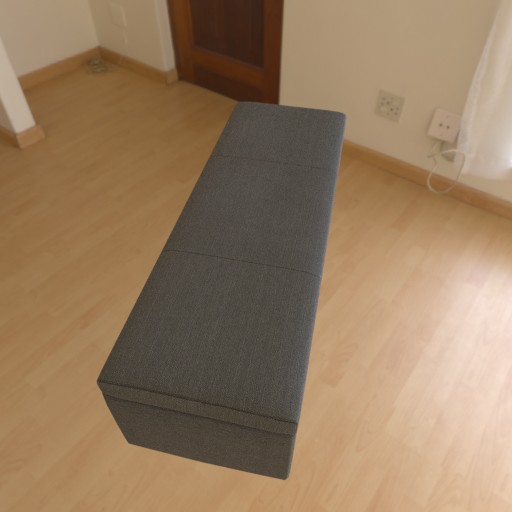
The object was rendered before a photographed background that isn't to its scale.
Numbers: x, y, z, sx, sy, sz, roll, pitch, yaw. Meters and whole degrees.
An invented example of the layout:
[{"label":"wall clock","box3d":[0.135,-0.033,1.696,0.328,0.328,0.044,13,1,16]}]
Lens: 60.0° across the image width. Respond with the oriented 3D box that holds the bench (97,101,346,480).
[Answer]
[{"label":"bench","box3d":[0.000,0.000,1.468,0.446,0.438,1.269,9,48,8]}]
